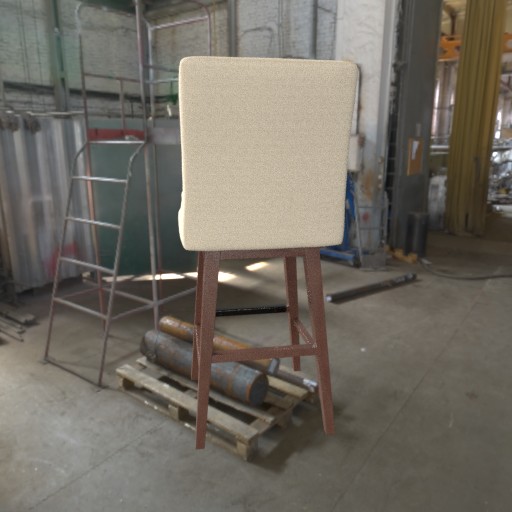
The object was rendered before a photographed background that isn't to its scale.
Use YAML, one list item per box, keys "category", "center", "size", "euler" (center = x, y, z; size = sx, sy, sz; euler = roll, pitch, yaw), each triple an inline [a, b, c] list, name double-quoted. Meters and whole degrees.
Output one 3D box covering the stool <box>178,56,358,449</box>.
- category: "stool"
  center: [0.000, 0.000, 1.425]
  size: [0.483, 1.093, 0.559]
  euler: [-2, 14, -9]
